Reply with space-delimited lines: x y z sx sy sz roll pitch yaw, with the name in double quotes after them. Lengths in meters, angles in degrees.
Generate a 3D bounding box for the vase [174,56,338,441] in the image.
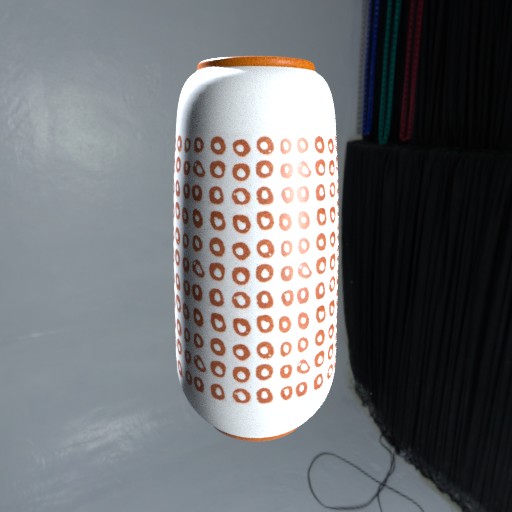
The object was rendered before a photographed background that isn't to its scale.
0.000 0.000 0.353 0.133 0.282 0.133 0 16 0 "vase"
